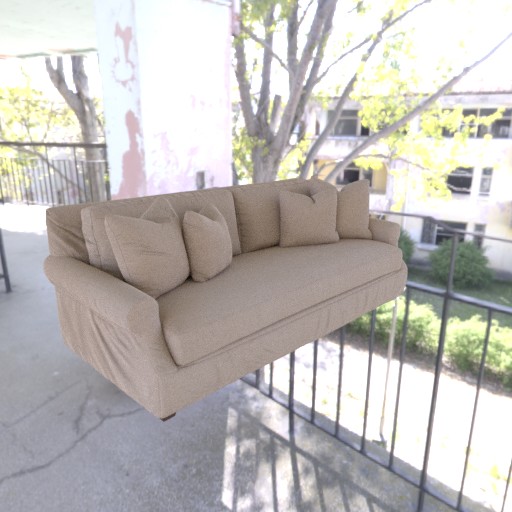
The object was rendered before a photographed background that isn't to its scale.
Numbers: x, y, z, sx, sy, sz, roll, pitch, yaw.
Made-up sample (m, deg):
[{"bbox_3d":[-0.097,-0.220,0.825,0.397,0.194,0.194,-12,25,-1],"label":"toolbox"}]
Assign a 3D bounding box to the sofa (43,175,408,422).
[{"bbox_3d":[0.000,0.000,2.835,1.067,0.904,2.285,15,22,43],"label":"sofa"}]
